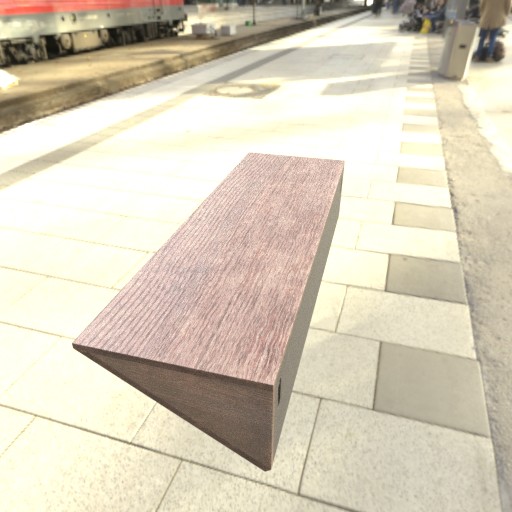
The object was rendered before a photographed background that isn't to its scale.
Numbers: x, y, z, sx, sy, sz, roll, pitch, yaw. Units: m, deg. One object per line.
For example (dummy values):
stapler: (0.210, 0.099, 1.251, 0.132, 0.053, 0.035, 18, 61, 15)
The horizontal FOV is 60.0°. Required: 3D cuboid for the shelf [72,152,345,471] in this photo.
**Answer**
shelf: (0.000, 0.000, 0.687, 0.200, 0.125, 0.610, 8, 32, 13)
